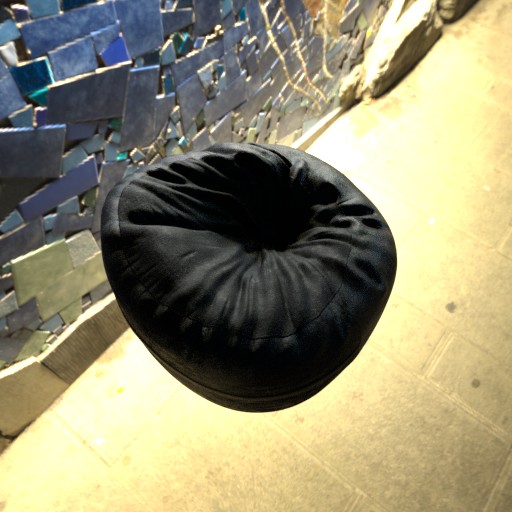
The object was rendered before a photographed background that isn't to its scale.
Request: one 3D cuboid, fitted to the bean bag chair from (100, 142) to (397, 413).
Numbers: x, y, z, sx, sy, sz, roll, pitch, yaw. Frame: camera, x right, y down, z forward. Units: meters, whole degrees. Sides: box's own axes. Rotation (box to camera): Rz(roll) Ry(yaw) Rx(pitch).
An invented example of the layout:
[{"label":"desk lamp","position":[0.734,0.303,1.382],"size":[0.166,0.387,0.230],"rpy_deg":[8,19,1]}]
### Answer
[{"label":"bean bag chair","position":[0.000,0.000,2.453],"size":[1.524,0.878,1.524],"rpy_deg":[-32,62,-19]}]
